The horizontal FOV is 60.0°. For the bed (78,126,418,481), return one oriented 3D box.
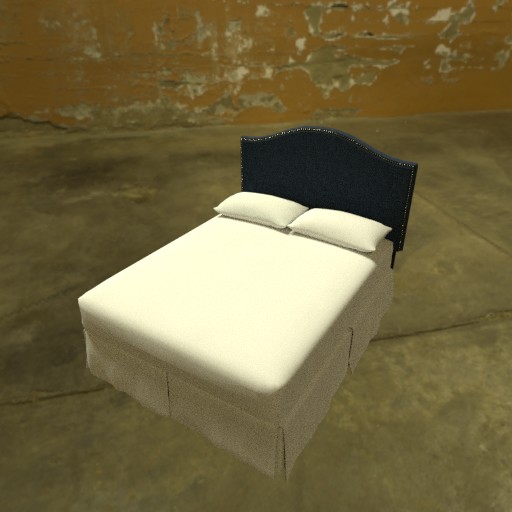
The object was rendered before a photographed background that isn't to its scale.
[{"bbox_3d":[0.000,0.000,3.328,1.713,1.518,2.153,17,33,28],"label":"bed"}]
